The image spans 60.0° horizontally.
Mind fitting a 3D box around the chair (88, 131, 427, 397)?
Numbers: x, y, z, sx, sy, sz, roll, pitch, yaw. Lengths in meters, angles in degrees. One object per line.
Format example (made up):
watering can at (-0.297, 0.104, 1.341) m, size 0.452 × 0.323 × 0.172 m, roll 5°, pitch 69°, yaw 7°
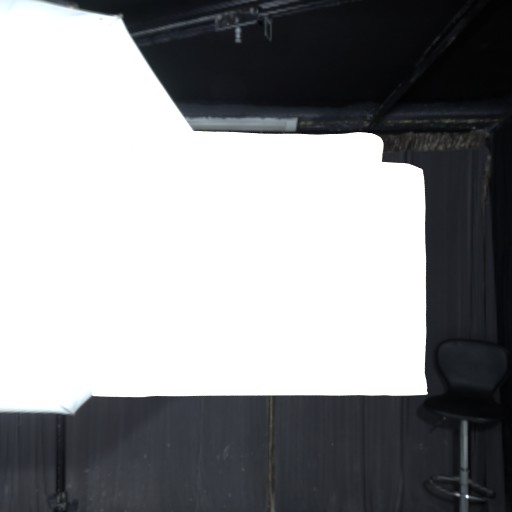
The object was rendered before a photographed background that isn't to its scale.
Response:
chair at (0.000, 0.000, 1.796) m, size 1.057 × 0.867 × 0.949 m, roll 0°, pitch -2°, yaw -1°
